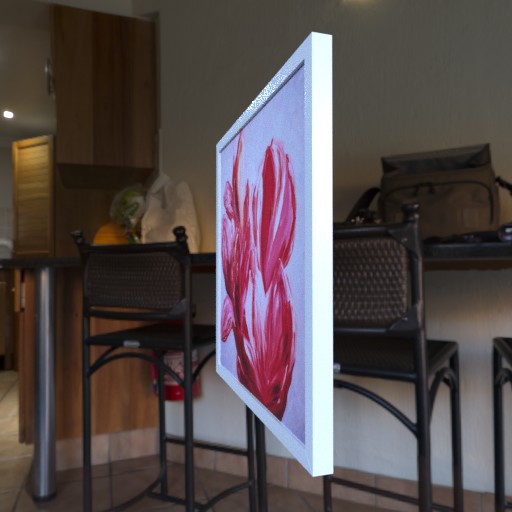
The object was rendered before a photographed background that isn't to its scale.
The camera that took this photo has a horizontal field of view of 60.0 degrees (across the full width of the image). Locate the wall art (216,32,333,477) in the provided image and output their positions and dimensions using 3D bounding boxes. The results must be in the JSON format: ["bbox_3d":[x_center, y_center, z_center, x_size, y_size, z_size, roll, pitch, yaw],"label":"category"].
[{"bbox_3d":[0.000,0.000,0.671,0.023,0.453,0.455,0,-1,-17],"label":"wall art"}]
